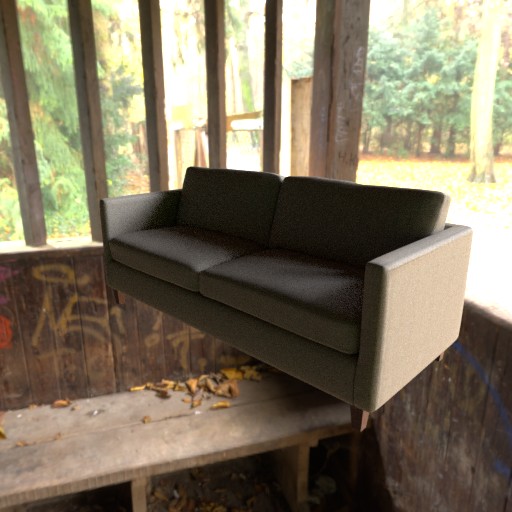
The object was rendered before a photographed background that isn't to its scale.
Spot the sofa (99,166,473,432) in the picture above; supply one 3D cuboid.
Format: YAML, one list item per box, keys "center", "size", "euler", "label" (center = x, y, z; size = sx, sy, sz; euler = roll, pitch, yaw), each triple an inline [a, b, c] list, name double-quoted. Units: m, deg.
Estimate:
- center: [0.000, 0.000, 2.728]
  size: [2.208, 0.963, 0.956]
  euler: [15, 23, 42]
  label: "sofa"
